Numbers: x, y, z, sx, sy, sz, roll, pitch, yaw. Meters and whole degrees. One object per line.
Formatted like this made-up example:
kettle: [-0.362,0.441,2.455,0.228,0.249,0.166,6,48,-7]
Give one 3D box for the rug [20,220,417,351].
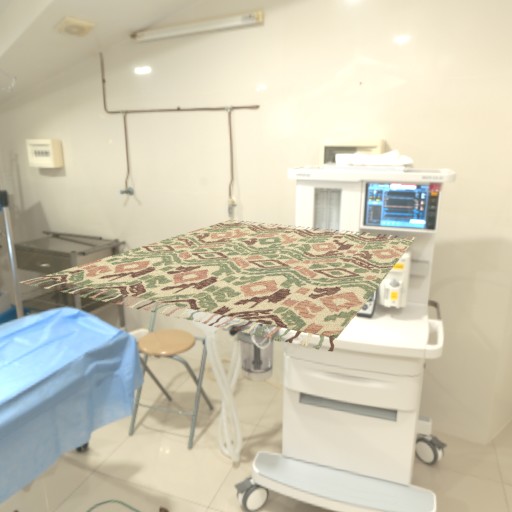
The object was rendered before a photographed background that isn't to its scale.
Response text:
rug: [0.000,0.000,4.071,2.438,0.010,3.048,8,17,27]
